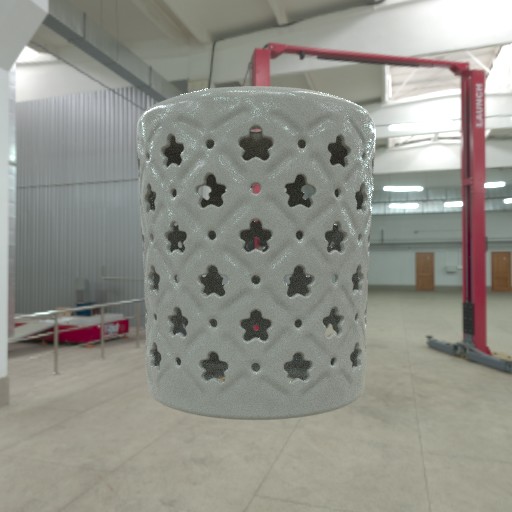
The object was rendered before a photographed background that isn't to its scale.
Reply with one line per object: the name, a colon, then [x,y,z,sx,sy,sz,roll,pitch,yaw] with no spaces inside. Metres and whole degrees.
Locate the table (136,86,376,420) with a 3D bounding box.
table: [0.000,0.000,0.668,0.352,0.387,0.352,0,-1,0]
